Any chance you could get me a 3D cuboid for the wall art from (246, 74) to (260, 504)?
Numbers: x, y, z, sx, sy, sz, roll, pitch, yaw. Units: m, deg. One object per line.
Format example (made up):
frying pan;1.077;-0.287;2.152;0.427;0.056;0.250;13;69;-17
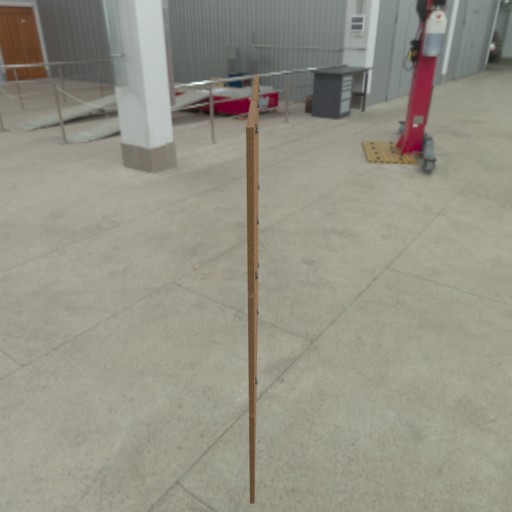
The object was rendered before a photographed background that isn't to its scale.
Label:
wall art;0.000;0.000;1.298;0.018;0.913;0.915;0;27;1
